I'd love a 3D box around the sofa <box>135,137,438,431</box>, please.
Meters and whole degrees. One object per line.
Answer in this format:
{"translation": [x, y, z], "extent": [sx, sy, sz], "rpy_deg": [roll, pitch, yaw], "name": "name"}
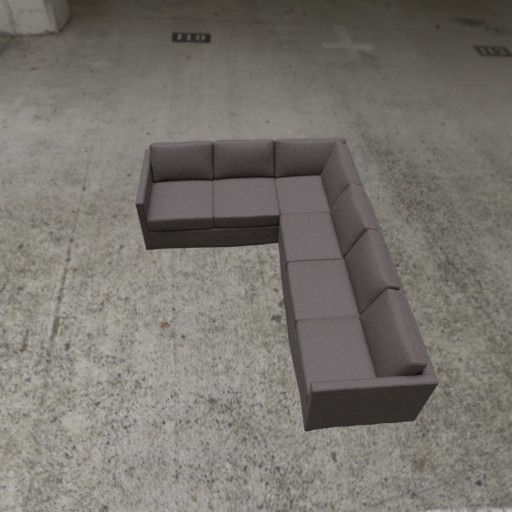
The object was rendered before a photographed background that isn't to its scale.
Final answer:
{"translation": [0.000, 0.000, 4.385], "extent": [2.432, 0.871, 3.182], "rpy_deg": [-3, 47, -3], "name": "sofa"}
